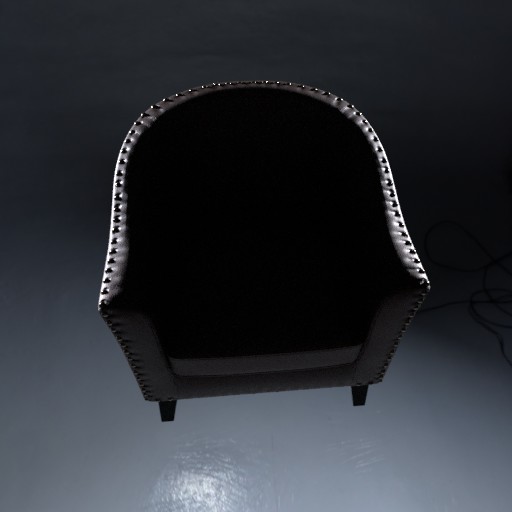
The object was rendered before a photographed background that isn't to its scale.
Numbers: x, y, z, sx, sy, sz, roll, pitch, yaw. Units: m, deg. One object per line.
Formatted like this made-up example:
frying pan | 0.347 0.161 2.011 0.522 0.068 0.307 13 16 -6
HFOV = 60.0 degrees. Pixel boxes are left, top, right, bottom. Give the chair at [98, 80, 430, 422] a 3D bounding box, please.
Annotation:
chair | 0.000 0.000 1.421 0.794 0.823 0.748 -3 47 -3
